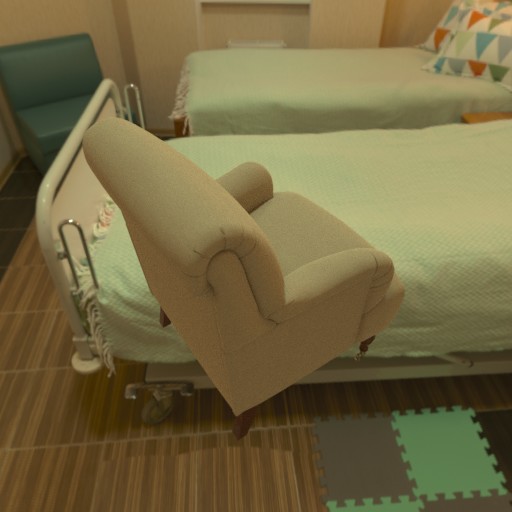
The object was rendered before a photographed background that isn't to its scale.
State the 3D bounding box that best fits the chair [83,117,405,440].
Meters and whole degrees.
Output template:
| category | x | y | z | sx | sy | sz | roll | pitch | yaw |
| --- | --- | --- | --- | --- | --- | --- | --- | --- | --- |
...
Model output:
| category | x | y | z | sx | sy | sz | roll | pitch | yaw |
| --- | --- | --- | --- | --- | --- | --- | --- | --- | --- |
| chair | 0.000 | 0.000 | 1.564 | 0.842 | 0.942 | 0.766 | -23 | 45 | -25 |
